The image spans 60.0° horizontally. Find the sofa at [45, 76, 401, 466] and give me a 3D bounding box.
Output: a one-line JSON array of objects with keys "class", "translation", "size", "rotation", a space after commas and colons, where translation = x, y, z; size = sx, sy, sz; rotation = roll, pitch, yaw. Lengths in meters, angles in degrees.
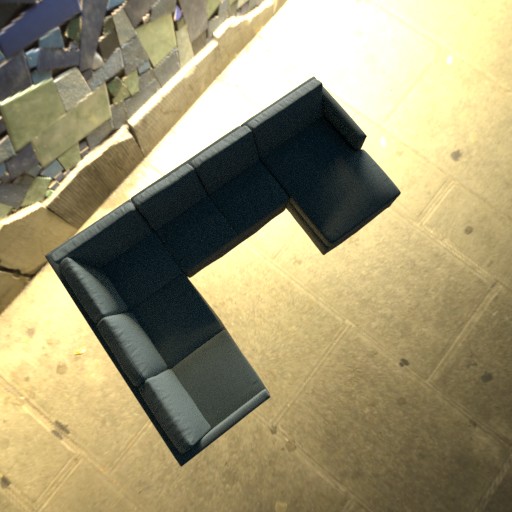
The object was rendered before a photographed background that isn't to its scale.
[{"class": "sofa", "translation": [0.000, 0.000, 4.651], "size": [3.460, 0.882, 2.427], "rotation": [-36, 79, -8]}]
